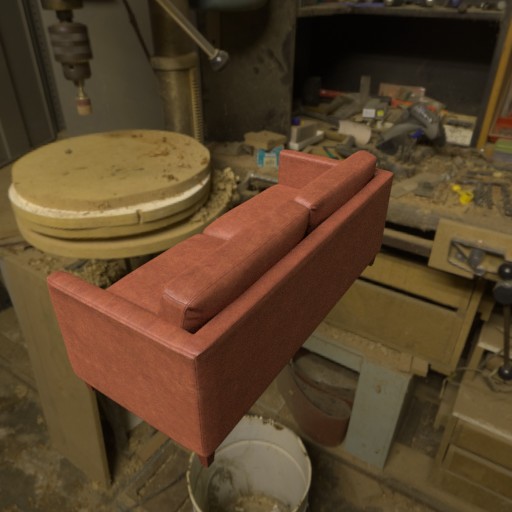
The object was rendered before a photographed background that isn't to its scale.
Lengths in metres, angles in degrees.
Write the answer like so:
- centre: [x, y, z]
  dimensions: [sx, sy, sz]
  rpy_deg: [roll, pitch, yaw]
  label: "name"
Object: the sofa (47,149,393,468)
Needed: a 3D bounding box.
- centre: [0.000, 0.000, 2.760]
  dimensions: [0.950, 0.932, 2.204]
  rpy_deg: [20, 37, 28]
  label: "sofa"
